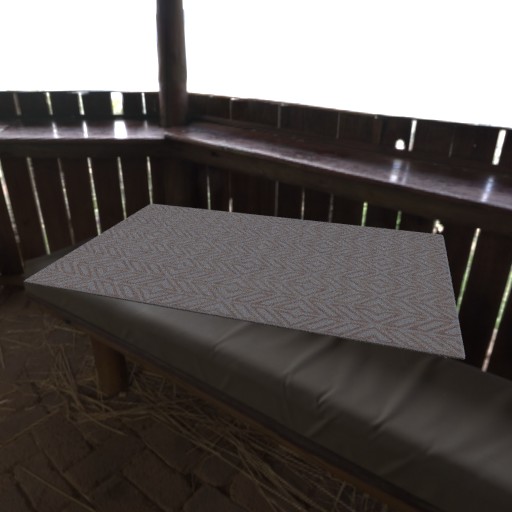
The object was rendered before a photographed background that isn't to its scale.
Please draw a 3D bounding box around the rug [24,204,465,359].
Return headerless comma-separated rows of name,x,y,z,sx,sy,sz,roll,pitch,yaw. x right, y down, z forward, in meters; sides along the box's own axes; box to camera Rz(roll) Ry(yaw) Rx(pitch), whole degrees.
rug,0.000,0.000,2.967,2.438,0.008,1.523,8,26,16
